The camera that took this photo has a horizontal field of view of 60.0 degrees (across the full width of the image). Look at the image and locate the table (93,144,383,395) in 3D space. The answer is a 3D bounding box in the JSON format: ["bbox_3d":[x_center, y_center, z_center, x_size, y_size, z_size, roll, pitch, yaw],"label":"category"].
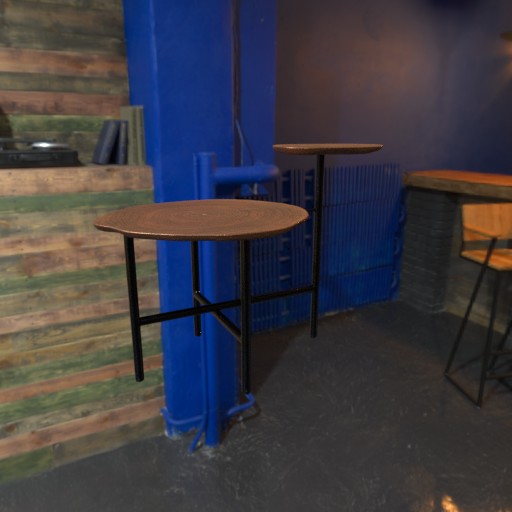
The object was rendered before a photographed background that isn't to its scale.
[{"bbox_3d":[0.000,0.000,1.125,0.759,0.538,0.442,-8,18,-25],"label":"table"}]
